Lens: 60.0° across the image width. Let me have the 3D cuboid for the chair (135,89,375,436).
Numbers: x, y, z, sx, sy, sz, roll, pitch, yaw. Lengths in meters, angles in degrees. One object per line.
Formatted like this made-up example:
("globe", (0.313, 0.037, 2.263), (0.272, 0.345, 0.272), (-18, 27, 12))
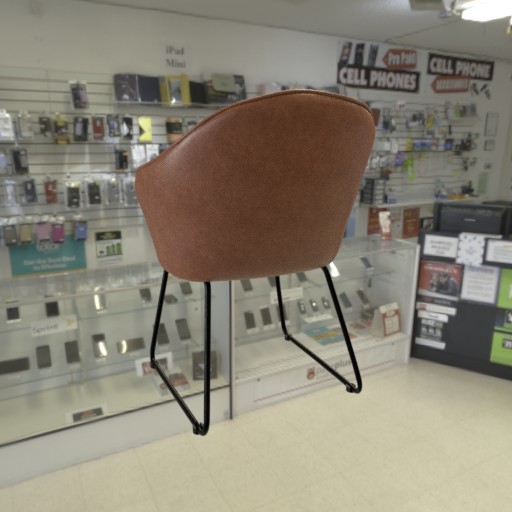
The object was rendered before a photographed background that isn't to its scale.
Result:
("chair", (0.000, 0.000, 1.195), (0.582, 0.785, 0.580), (-7, 16, -25))
